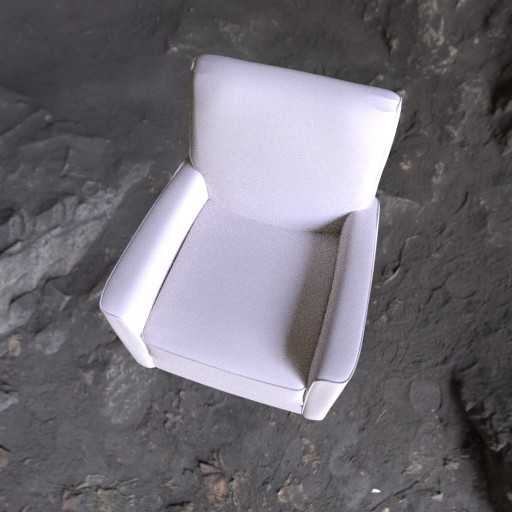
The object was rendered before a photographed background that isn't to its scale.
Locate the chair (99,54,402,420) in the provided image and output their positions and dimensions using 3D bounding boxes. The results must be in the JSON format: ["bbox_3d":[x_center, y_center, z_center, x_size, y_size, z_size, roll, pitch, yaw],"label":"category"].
[{"bbox_3d":[0.000,0.000,1.610,0.841,1.028,0.858,15,60,9],"label":"chair"}]
